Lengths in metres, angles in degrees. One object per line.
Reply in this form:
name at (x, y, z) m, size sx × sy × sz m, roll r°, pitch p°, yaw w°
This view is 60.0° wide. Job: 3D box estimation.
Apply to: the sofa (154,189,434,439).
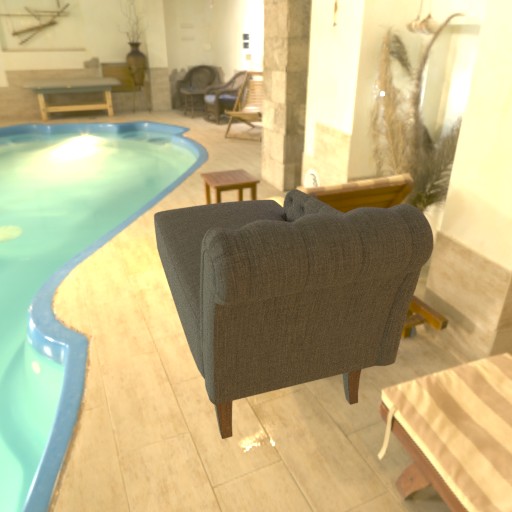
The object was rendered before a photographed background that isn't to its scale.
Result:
sofa at (0.000, 0.000, 1.814) m, size 0.675 × 0.787 × 1.379 m, roll -9°, pitch 28°, yaw -17°
